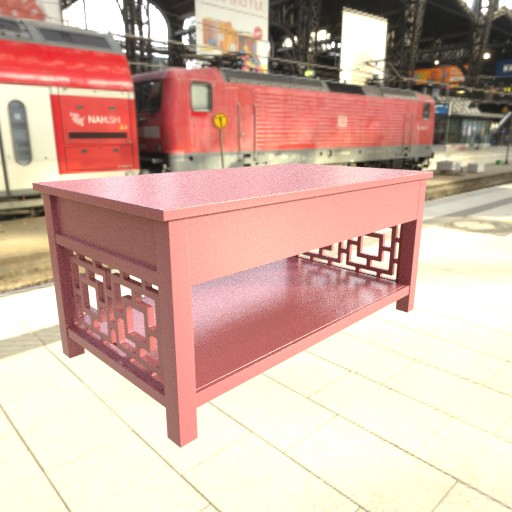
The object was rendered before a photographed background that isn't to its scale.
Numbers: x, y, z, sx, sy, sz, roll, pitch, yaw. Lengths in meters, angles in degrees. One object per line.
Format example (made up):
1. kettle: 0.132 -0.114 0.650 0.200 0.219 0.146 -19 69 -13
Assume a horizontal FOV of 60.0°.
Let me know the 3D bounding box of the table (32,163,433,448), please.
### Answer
1. table: 0.000 0.000 1.389 0.612 0.493 1.068 15 21 43
